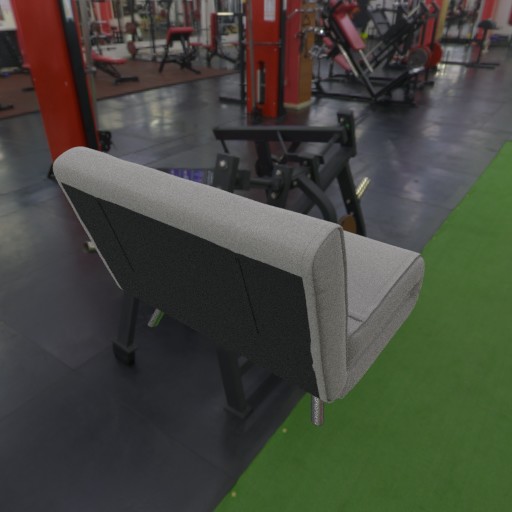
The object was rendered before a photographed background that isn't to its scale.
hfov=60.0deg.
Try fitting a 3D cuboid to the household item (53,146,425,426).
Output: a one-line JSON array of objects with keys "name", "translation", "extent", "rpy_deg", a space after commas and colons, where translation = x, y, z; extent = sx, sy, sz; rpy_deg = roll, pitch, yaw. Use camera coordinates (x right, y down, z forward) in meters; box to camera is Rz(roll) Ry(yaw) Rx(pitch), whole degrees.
[{"name": "household item", "translation": [0.000, 0.000, 1.627], "extent": [1.000, 0.800, 0.874], "rpy_deg": [21, 36, 32]}]
